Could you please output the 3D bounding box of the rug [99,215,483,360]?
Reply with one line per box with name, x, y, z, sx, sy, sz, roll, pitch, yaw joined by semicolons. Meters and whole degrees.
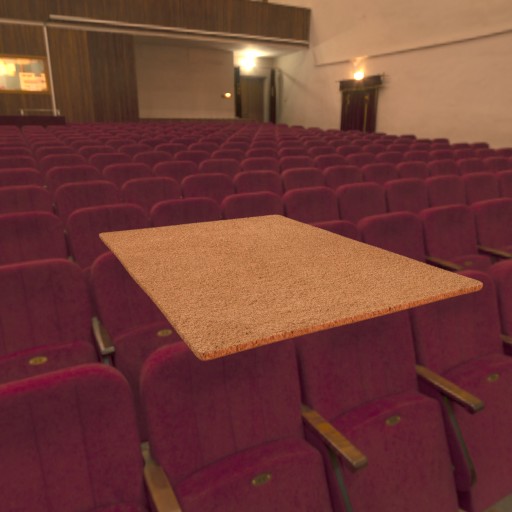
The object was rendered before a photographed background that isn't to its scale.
rug;0.000;0.000;2.147;1.199;0.025;1.600;-9;18;-27
